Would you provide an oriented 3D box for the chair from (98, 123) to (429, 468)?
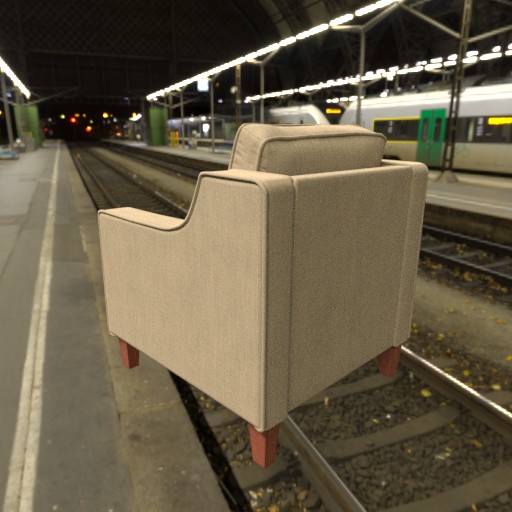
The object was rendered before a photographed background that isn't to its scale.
[{"bbox_3d":[0.000,0.000,1.690,0.831,0.960,0.909,-15,21,-42],"label":"chair"}]
